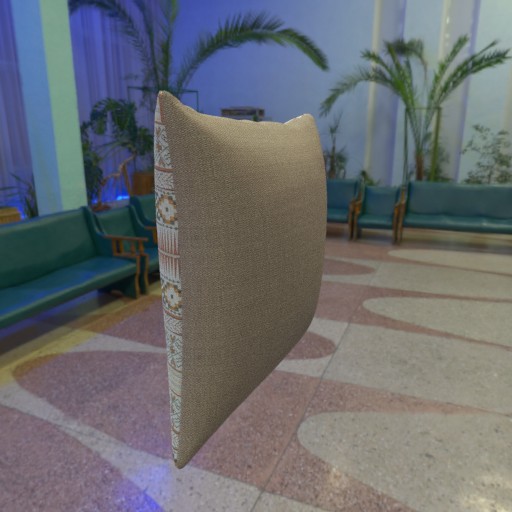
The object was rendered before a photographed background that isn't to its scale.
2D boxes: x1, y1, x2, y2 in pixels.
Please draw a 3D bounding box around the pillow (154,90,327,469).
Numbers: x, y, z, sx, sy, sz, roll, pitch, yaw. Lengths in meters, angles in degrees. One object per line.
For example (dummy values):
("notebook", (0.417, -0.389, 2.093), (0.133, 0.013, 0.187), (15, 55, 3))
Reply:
("pillow", (0.000, 0.000, 0.797), (0.215, 0.519, 0.521), (7, 17, 25))
